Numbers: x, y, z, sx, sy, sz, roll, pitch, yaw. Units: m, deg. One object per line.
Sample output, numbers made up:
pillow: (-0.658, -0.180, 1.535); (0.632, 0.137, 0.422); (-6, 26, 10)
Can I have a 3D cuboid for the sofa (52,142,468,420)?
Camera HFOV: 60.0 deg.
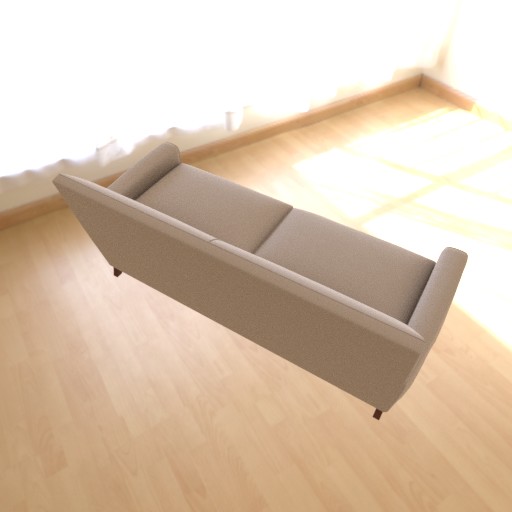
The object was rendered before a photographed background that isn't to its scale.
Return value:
sofa: (0.000, 0.000, 2.439); (2.000, 0.846, 0.875); (24, 50, 22)
